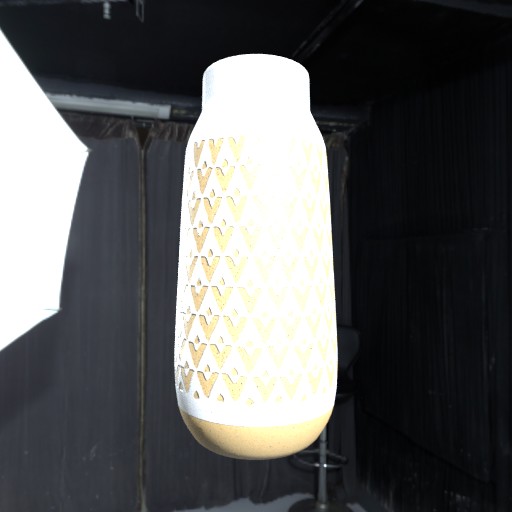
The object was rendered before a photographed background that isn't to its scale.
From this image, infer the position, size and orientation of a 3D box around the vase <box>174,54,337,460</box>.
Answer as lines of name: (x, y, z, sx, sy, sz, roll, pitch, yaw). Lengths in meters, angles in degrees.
vase: (0.000, 0.000, 0.380, 0.137, 0.307, 0.137, 0, 0, 0)
